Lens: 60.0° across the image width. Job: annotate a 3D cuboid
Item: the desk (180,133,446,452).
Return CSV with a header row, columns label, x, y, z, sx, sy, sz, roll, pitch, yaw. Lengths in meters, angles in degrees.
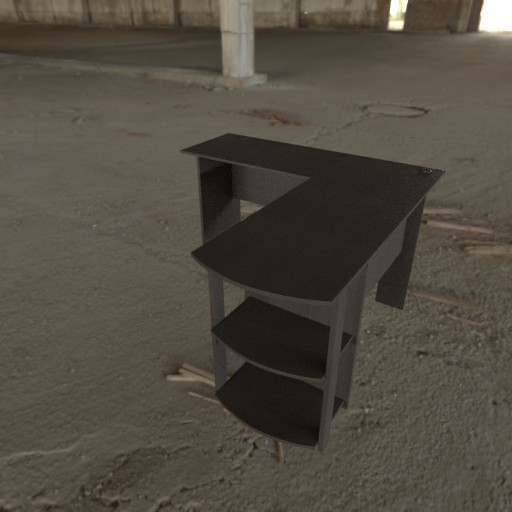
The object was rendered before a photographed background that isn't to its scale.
label,x,y,z,sx,sy,sz,roll,pitch,yaw
desk,0.000,0.000,2.136,1.303,0.716,1.361,18,34,28
